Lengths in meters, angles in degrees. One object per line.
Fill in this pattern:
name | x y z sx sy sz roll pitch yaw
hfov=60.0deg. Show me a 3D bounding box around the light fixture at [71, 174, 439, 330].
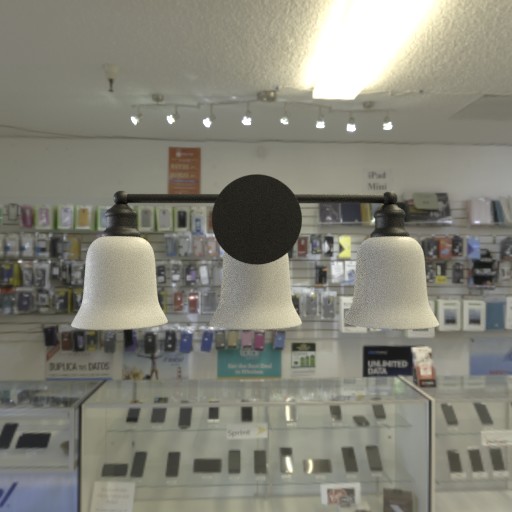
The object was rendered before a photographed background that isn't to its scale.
light fixture | 0.000 0.000 0.675 0.570 0.211 0.198 0 -1 -1
